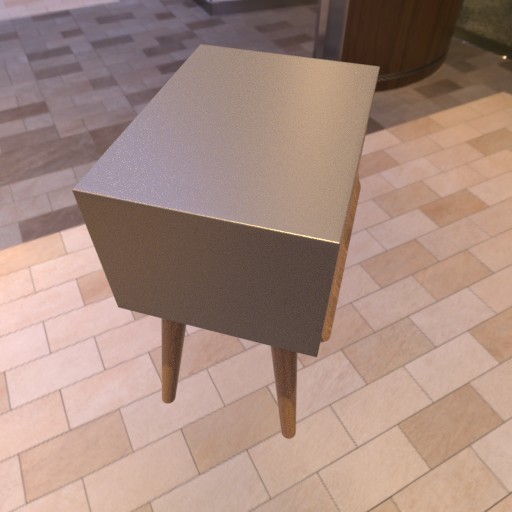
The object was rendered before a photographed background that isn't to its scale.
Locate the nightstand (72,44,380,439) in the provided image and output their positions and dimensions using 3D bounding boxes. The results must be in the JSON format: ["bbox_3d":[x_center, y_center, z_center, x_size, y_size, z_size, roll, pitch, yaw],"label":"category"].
[{"bbox_3d":[0.000,0.000,0.735,0.288,0.508,0.370,12,49,11],"label":"nightstand"}]
